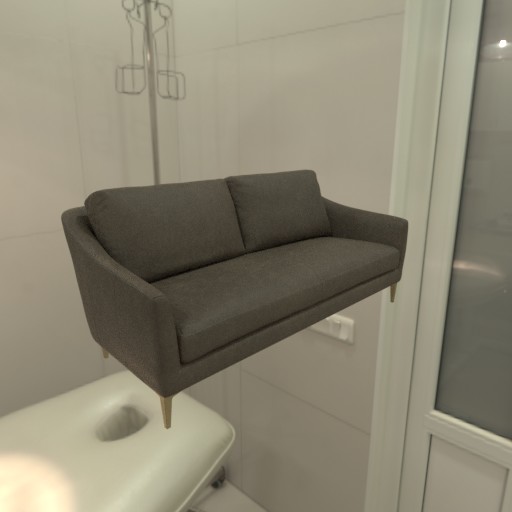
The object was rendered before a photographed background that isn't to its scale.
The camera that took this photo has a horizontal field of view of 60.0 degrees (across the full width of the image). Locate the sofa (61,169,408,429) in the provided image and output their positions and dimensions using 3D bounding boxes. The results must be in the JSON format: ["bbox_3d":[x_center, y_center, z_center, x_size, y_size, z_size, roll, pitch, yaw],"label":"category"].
[{"bbox_3d":[0.000,0.000,2.627,0.960,0.902,2.036,14,21,42],"label":"sofa"}]
